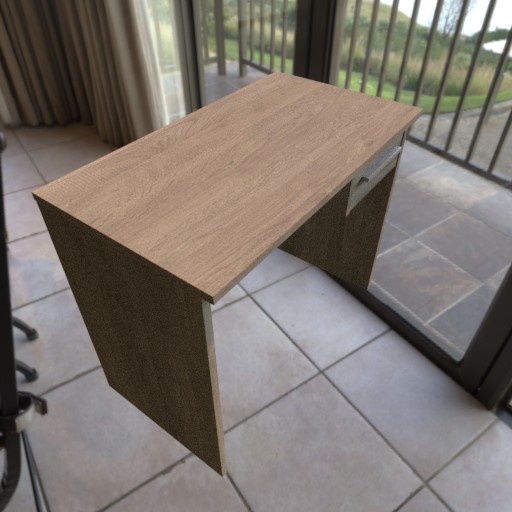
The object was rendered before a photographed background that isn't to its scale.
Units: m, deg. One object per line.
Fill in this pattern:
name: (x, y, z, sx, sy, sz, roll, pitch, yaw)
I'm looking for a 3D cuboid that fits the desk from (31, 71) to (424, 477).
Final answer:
desk: (0.000, 0.000, 1.316, 0.498, 0.724, 0.893, 26, 48, 27)
